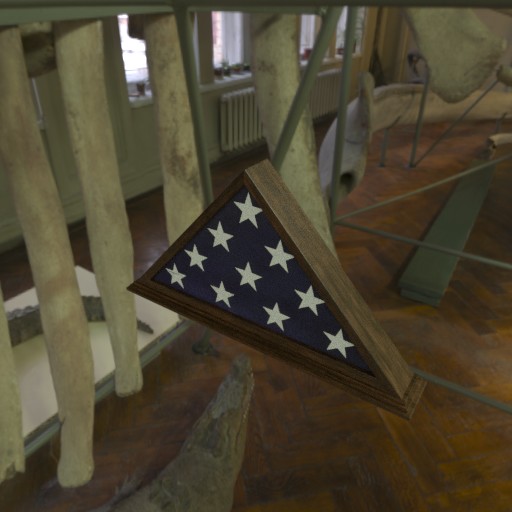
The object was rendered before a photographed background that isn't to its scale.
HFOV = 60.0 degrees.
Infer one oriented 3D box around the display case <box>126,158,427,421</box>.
[{"bbox_3d":[0.000,0.000,0.791,0.640,0.340,0.095,19,35,29],"label":"display case"}]
